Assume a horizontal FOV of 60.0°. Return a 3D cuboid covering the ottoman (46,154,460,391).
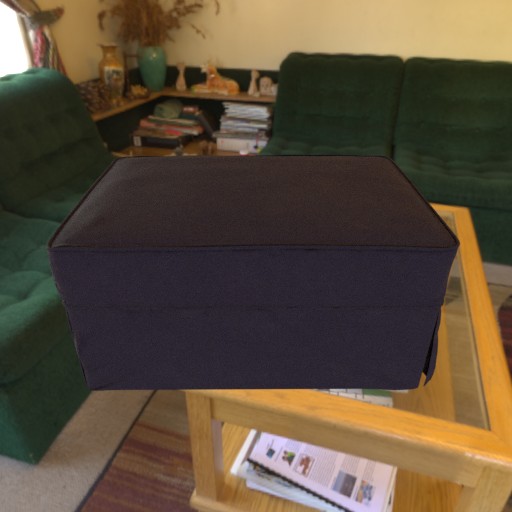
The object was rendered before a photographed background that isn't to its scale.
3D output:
[{"bbox_3d":[0.000,0.000,1.305,0.938,0.503,0.637,0,31,0],"label":"ottoman"}]
